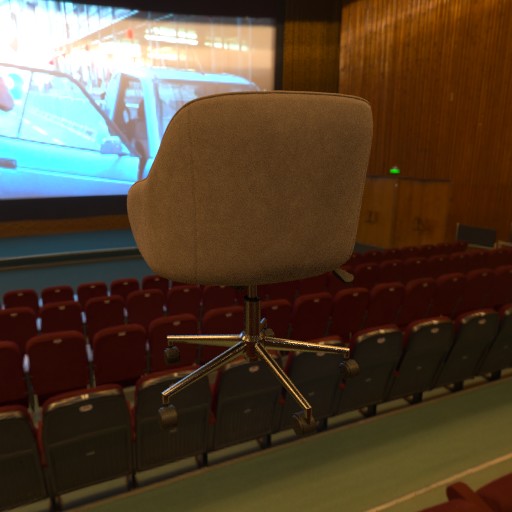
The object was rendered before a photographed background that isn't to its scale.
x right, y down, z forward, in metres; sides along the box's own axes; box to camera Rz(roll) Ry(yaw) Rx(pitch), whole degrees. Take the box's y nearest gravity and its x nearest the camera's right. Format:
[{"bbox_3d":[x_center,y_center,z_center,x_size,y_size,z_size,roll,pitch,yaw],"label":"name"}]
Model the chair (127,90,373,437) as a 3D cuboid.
[{"bbox_3d":[0.000,0.000,1.261,0.635,0.831,0.573,-7,16,-24],"label":"chair"}]
